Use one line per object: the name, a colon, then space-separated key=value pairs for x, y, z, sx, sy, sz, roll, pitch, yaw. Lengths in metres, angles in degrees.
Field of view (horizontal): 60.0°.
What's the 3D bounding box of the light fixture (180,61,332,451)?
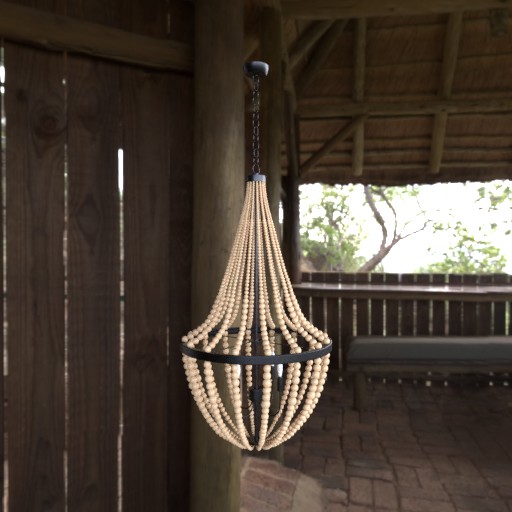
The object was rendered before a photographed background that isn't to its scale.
light fixture: x=0.000 y=0.000 z=1.331 sx=0.450 sy=1.133 sz=0.450 roll=0 pitch=0 yaw=0
